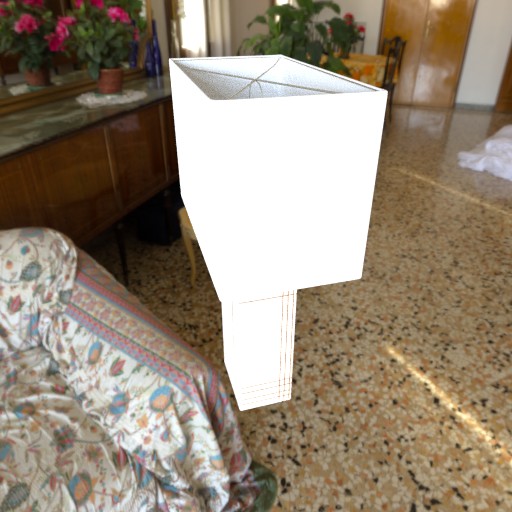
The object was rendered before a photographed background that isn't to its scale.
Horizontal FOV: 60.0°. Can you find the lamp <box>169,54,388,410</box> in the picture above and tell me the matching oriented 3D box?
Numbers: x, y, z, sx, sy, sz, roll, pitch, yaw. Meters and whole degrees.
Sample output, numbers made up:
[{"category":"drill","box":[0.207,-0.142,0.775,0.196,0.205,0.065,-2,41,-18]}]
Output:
[{"category":"lamp","box":[0.000,0.000,0.698,0.182,0.543,0.334,-8,31,-14]}]
